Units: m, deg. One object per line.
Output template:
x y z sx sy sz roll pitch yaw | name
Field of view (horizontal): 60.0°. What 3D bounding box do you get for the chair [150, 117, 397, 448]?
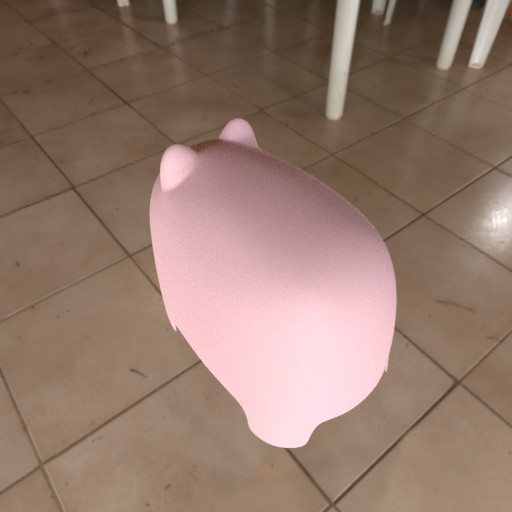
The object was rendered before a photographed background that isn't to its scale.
0.000 0.000 0.878 0.364 0.423 0.619 -31 54 -26 | chair
